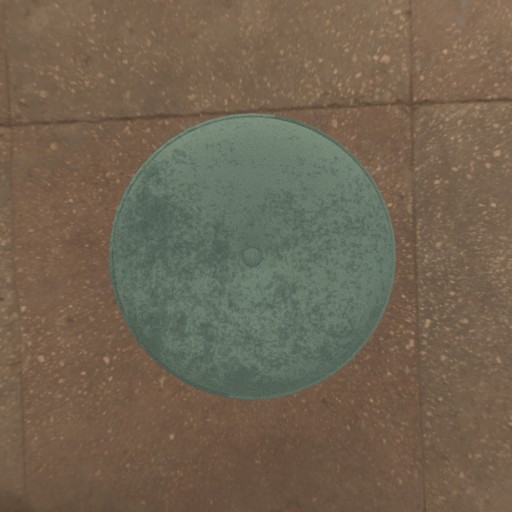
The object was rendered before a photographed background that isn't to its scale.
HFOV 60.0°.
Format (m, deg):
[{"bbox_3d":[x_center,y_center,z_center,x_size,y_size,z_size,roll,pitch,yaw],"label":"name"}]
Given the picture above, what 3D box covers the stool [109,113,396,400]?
[{"bbox_3d":[0.000,0.000,0.867,0.458,0.519,0.457,0,90,1],"label":"stool"}]
